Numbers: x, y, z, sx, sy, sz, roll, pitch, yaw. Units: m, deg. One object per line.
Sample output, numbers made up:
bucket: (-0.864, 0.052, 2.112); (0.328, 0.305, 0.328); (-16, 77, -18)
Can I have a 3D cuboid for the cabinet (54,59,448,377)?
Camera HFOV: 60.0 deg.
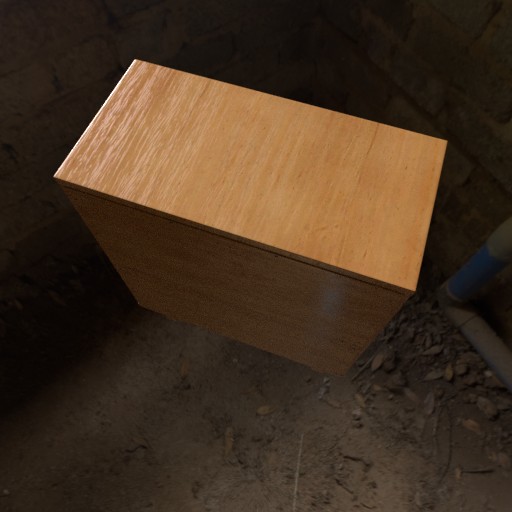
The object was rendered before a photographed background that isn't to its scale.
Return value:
cabinet: (0.000, 0.000, 1.446); (0.800, 1.001, 0.419); (18, 65, 9)
